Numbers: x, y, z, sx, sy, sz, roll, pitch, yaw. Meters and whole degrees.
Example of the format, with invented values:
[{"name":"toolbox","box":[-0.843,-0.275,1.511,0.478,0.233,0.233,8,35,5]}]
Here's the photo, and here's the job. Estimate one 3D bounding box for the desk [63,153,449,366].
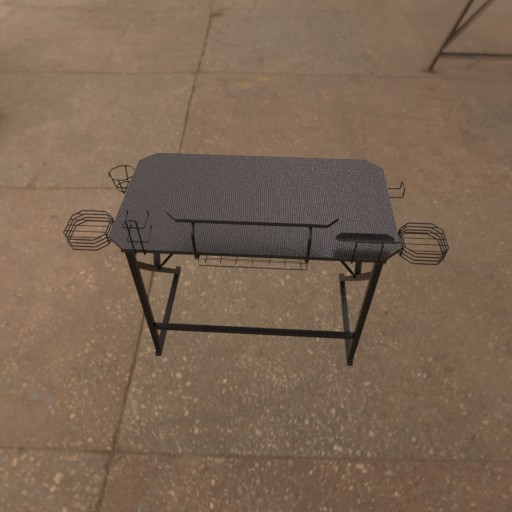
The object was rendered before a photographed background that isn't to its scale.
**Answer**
[{"name":"desk","box":[0.000,0.000,1.809,1.290,0.880,0.580,2,47,2]}]
